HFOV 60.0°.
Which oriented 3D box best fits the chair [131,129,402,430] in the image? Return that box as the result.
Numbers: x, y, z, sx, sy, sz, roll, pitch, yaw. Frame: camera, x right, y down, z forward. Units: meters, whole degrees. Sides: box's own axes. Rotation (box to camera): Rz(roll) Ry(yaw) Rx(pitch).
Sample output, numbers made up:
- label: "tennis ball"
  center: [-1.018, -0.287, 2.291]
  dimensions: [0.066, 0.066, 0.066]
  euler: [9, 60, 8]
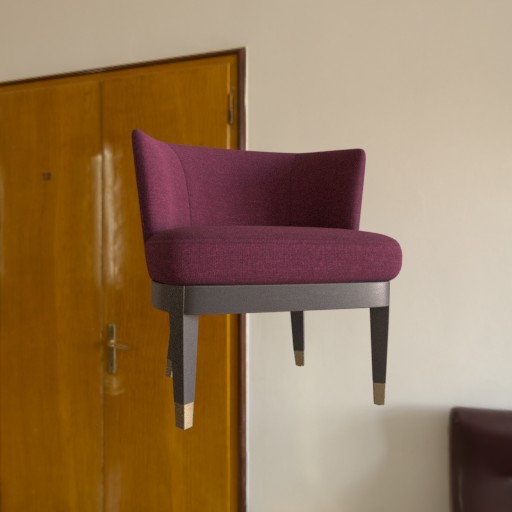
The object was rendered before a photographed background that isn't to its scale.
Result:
- label: "chair"
  center: [0.000, 0.000, 1.291]
  dimensions: [0.700, 0.760, 0.660]
  euler: [0, 0, -18]
